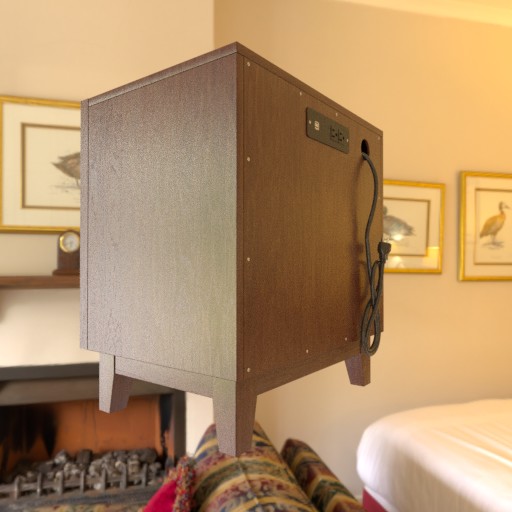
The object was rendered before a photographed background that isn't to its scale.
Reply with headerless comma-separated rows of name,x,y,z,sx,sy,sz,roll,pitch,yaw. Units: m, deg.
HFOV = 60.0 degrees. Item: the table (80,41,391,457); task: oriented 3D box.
table,0.000,0.000,0.960,0.449,0.609,0.557,0,-1,37
